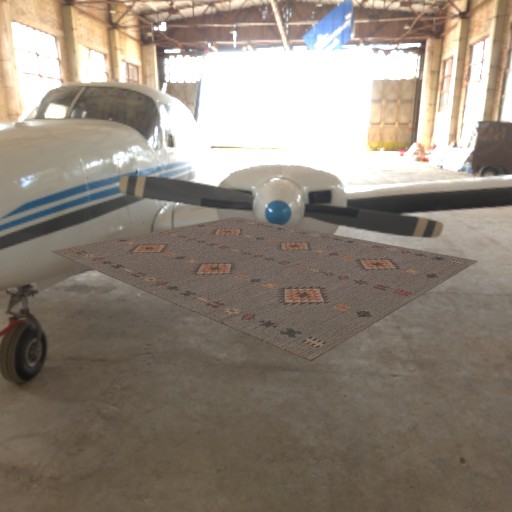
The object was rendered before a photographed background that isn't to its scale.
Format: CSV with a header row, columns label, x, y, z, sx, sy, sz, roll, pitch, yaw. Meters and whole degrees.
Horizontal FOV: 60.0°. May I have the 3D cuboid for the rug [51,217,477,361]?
label,x,y,z,sx,sy,sz,roll,pitch,yaw
rug,0.000,0.000,4.025,3.035,0.008,2.425,14,21,42
